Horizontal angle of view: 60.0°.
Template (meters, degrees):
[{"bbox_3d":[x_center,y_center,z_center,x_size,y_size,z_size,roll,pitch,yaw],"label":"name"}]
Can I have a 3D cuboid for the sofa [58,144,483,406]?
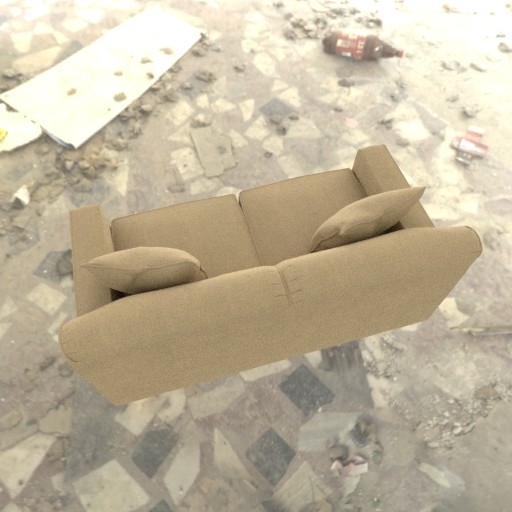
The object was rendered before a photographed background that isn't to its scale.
[{"bbox_3d":[0.000,0.000,2.408,1.846,0.958,0.998,-14,59,-8],"label":"sofa"}]
